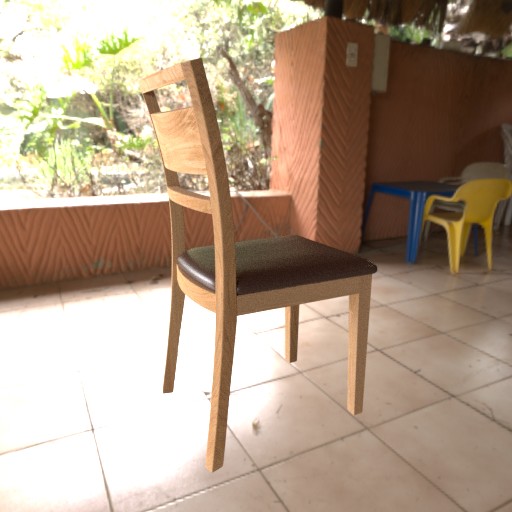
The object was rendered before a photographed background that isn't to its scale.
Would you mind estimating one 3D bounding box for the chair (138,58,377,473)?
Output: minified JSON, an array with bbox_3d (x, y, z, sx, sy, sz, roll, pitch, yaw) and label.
[{"bbox_3d":[0.000,0.000,1.242,0.545,0.940,0.420,-8,17,-27],"label":"chair"}]
